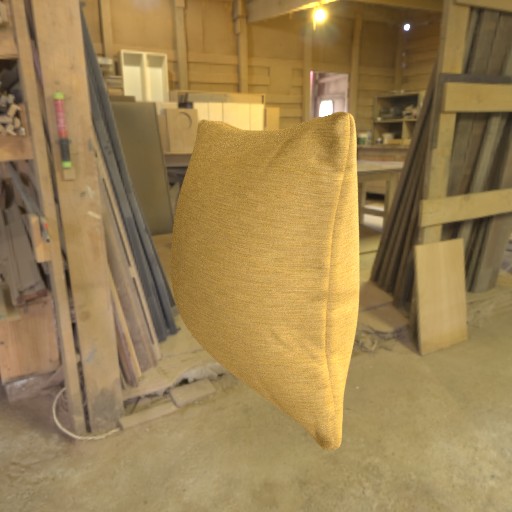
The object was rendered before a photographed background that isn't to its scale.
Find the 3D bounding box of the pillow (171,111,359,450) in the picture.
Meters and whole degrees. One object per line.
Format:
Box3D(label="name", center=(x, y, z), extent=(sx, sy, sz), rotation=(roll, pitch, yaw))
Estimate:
Box3D(label="pillow", center=(0.000, 0.000, 0.692), extent=(0.247, 0.417, 0.435), rotation=(-8, 18, -26))
